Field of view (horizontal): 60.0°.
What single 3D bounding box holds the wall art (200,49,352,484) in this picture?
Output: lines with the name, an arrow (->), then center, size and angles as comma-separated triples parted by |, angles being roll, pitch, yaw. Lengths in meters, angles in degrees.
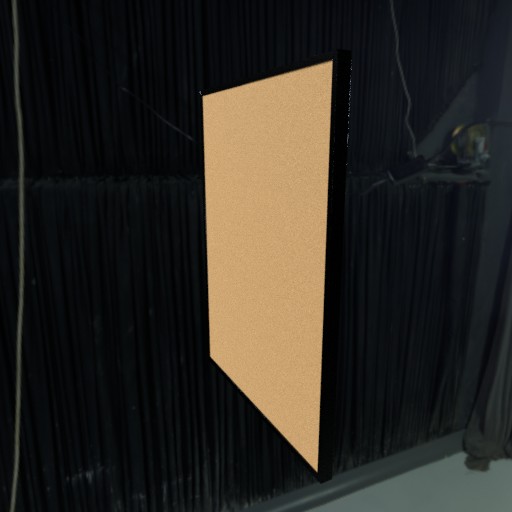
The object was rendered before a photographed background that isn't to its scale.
wall art -> 0.000, 0.000, 1.398 | 0.040, 1.062, 0.805 | -7, 15, -27
